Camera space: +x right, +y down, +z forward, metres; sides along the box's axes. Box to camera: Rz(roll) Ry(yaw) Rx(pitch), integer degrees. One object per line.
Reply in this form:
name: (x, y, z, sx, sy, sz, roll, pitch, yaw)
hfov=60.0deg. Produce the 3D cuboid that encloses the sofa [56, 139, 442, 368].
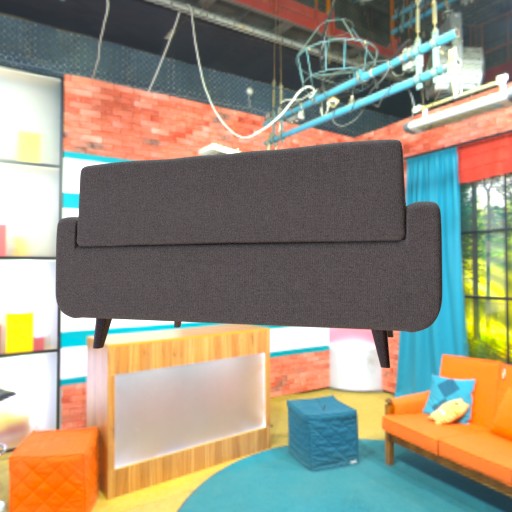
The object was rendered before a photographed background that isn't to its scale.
sofa: (0.000, 0.000, 2.186, 1.631, 0.841, 0.909, -1, -2, 18)
